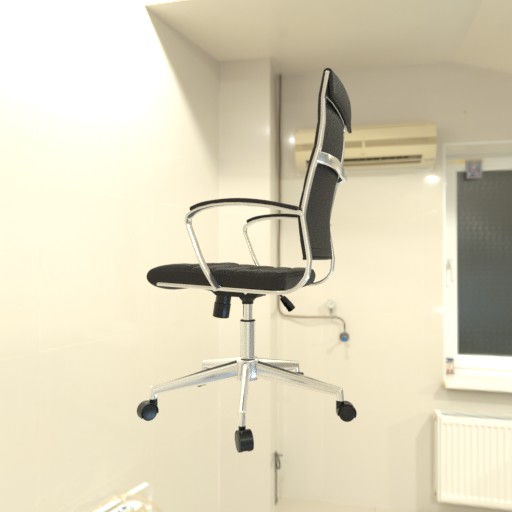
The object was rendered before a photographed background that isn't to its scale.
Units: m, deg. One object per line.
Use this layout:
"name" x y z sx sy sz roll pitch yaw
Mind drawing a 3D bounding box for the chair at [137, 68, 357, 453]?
"chair" 0.000 0.000 1.658 0.739 1.149 0.766 0 0 19
